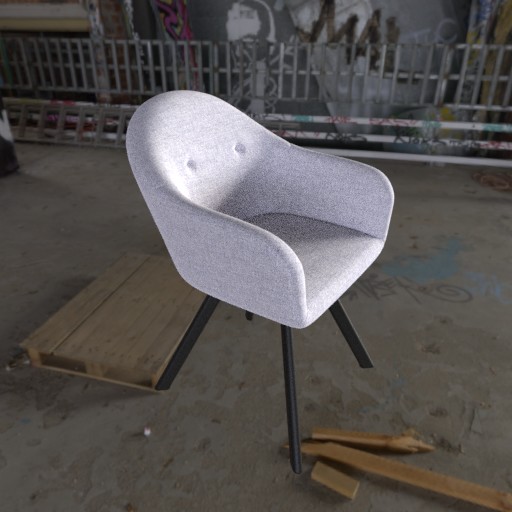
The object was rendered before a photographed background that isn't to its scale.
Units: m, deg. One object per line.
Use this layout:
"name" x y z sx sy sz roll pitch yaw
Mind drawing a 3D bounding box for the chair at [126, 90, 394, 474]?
"chair" 0.000 0.000 1.160 0.570 0.780 0.540 18 32 31
